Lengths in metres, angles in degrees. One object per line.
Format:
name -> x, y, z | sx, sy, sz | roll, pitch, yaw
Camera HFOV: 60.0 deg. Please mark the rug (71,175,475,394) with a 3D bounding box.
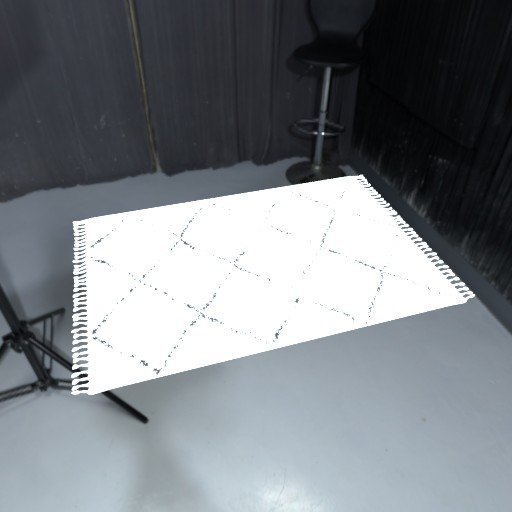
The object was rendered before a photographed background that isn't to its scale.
rug -> 0.000, 0.000, 2.902 | 2.307, 0.031, 1.494 | -11, 42, -13
